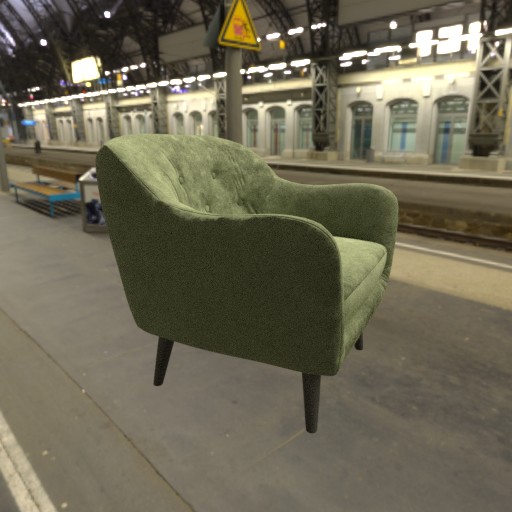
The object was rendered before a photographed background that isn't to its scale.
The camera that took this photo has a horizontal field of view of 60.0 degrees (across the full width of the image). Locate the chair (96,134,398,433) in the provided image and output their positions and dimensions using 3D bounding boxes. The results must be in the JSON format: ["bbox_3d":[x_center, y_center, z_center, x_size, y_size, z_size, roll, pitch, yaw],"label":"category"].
[{"bbox_3d":[0.000,0.000,1.512,0.819,0.804,0.840,7,17,25],"label":"chair"}]
